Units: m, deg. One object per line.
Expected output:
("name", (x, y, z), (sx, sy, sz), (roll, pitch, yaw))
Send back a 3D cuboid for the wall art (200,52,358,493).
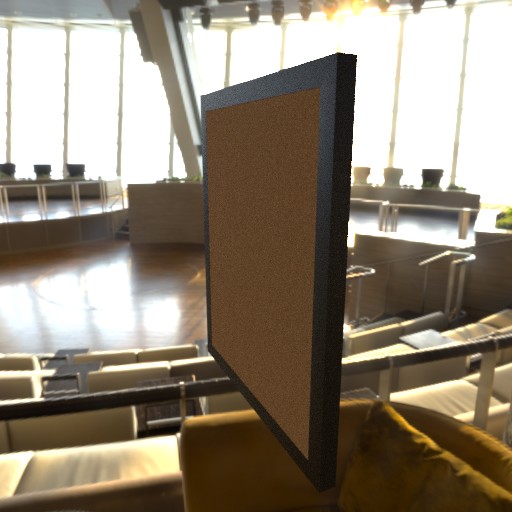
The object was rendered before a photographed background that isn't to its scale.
("wall art", (0.000, 0.000, 0.686), (0.025, 0.508, 0.432), (-6, 15, -24))
